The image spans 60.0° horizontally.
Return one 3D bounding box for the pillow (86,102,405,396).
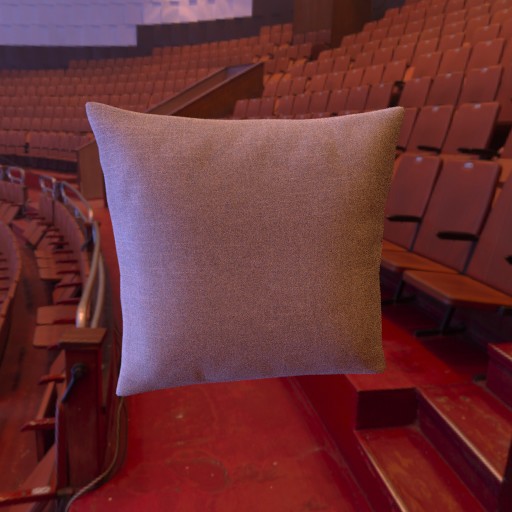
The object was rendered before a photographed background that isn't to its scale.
[{"bbox_3d":[0.000,0.000,0.779,0.523,0.506,0.166,-2,15,-9],"label":"pillow"}]
